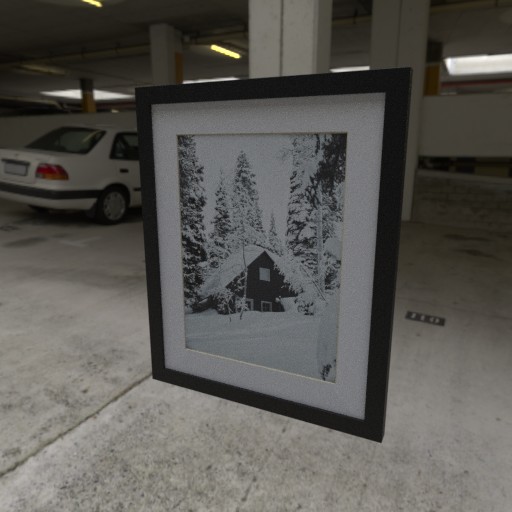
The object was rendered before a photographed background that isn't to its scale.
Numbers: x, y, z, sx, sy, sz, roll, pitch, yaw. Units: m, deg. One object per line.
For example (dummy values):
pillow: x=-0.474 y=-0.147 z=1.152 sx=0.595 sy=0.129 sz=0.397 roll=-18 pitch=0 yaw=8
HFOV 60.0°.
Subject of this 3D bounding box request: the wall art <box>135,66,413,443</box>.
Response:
wall art: x=0.000 y=0.000 z=0.531 sx=0.325 sy=0.397 sz=0.018 roll=7 pitch=15 yaw=25
